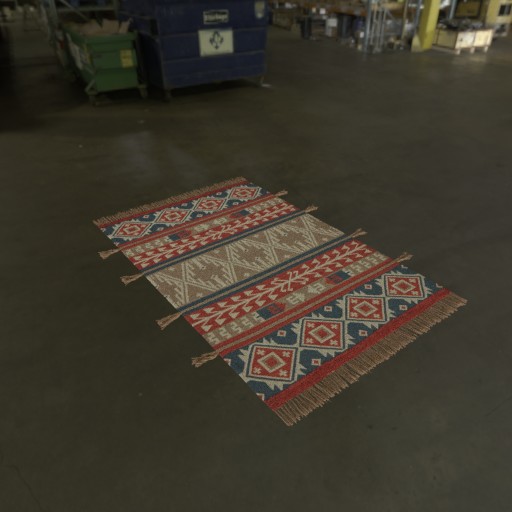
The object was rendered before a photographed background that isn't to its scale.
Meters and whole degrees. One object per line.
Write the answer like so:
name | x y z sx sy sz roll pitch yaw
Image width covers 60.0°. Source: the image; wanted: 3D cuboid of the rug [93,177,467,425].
rug | 0.000 0.000 3.186 1.778 0.048 2.450 -23 40 -30
